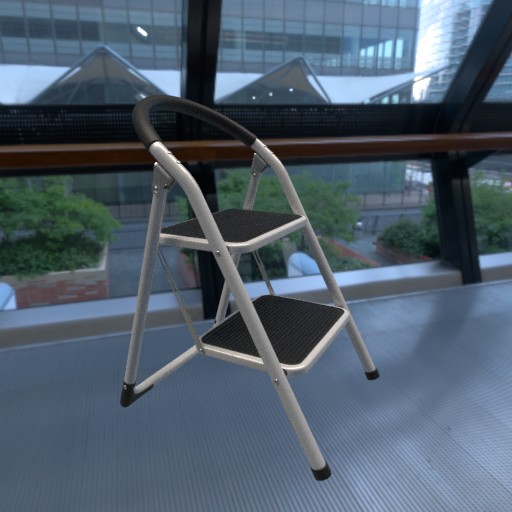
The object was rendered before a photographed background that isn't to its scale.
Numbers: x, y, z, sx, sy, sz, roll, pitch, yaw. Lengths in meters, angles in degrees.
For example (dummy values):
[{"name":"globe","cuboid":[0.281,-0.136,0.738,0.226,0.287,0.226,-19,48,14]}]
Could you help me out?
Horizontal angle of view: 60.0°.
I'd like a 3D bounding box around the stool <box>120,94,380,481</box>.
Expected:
[{"name":"stool","cuboid":[0.000,0.000,1.085,0.559,0.760,0.453,8,18,27]}]
